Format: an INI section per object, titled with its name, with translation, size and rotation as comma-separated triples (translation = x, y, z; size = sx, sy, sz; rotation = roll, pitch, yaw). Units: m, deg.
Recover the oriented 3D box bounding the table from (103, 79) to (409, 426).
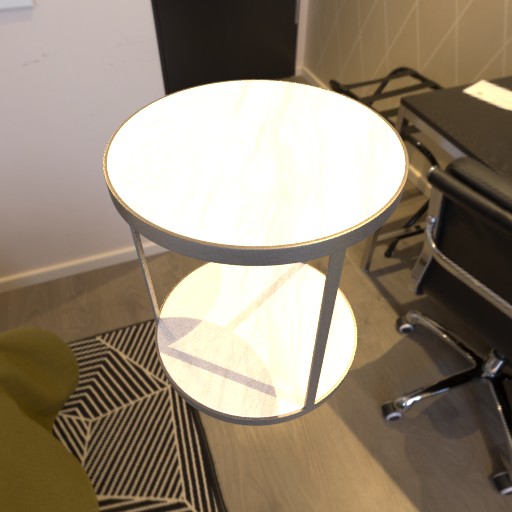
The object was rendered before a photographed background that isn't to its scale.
[table]
translation = 0.000, 0.000, 0.833
size = 0.445, 0.479, 0.445
rotation = 0, 46, 0
